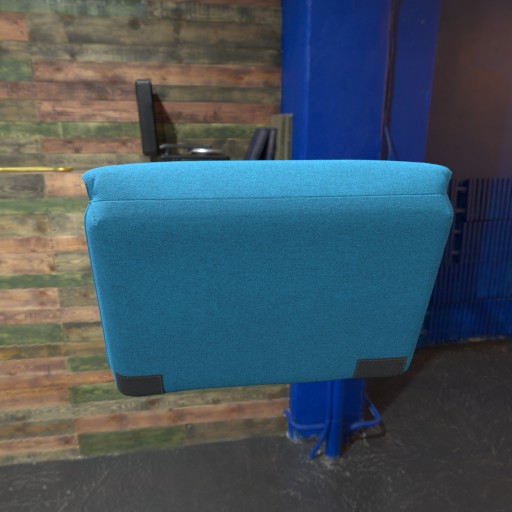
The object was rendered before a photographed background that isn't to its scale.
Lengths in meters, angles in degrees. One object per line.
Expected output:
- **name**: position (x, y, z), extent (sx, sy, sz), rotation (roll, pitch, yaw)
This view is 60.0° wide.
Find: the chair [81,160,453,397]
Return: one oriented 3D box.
- **chair**: position (0.000, 0.000, 1.312), extent (0.820, 0.580, 0.780), rotation (-2, 15, -8)
